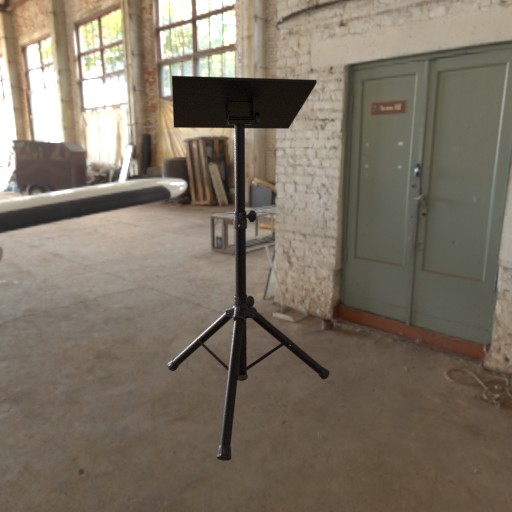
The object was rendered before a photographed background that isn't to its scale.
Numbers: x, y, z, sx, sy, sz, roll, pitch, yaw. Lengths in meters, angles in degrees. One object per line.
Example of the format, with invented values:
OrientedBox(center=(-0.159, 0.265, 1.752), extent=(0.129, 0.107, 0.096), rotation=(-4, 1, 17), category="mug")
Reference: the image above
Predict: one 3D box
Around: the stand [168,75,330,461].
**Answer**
OrientedBox(center=(0.000, 0.000, 1.636), extent=(0.702, 1.198, 0.702), rotation=(-2, 13, -10), category="stand")
